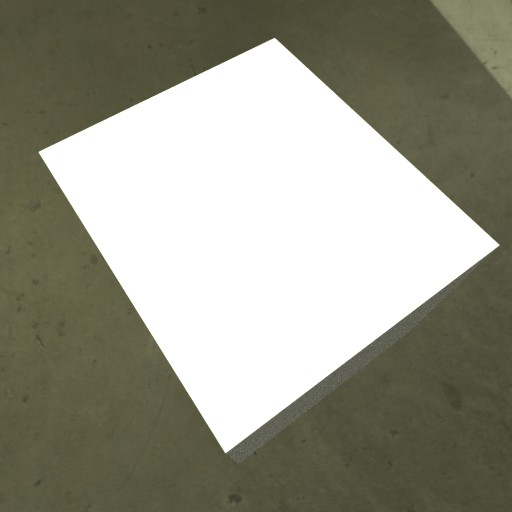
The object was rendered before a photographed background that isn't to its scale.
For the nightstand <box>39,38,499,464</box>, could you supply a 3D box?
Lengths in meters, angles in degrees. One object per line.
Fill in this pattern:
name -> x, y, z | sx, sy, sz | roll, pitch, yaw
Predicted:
nightstand -> 0.000, 0.000, 0.740 | 0.408, 0.351, 0.470 | -32, 68, -15
